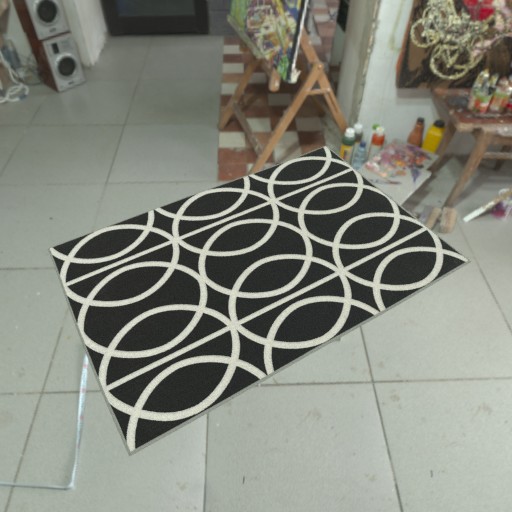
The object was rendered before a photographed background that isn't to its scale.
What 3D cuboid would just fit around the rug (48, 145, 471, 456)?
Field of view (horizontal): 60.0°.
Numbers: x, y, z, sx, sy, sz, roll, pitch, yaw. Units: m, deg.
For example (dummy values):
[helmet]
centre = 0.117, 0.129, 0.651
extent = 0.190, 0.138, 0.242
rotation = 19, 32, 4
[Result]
[rug]
centre = 0.000, 0.000, 2.850
extent = 2.290, 0.014, 1.526
rotation = -24, 52, -21
